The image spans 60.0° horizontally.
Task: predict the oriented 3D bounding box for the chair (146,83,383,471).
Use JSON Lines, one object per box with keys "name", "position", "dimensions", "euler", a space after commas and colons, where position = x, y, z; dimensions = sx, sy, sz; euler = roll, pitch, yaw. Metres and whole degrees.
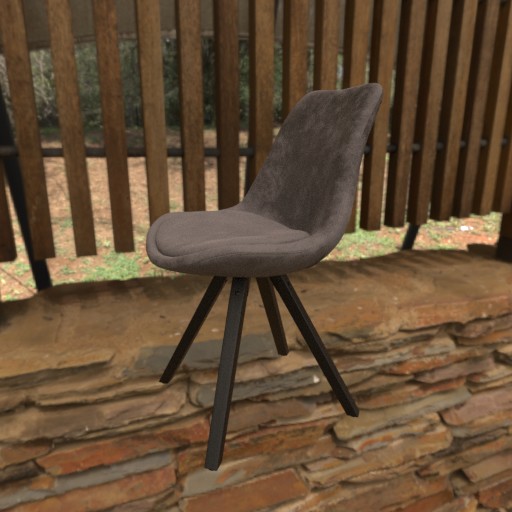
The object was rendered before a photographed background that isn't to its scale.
{"name": "chair", "position": [0.000, 0.000, 1.163], "dimensions": [0.550, 0.850, 0.485], "euler": [-8, 18, -25]}
